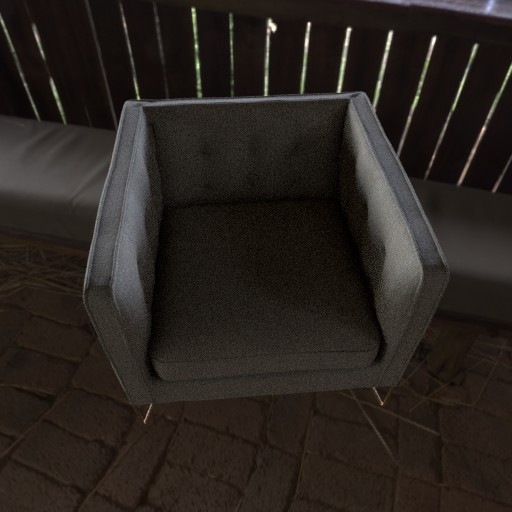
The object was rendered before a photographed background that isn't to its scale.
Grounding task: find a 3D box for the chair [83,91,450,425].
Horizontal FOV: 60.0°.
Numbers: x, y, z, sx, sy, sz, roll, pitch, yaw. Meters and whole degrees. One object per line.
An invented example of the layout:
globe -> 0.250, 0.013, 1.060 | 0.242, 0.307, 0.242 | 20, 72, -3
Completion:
chair -> 0.000, 0.000, 1.620 | 0.920, 0.799, 0.912 | -3, 47, -3
